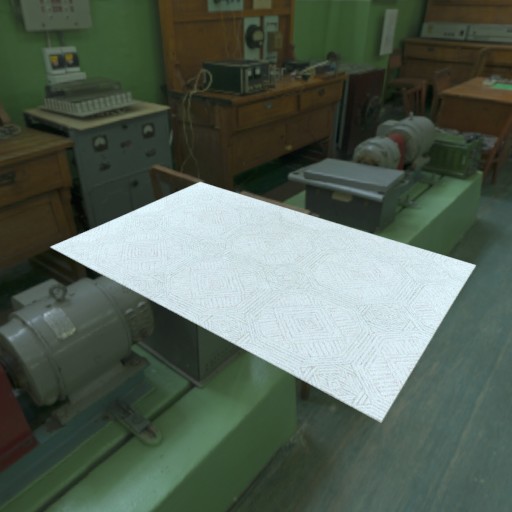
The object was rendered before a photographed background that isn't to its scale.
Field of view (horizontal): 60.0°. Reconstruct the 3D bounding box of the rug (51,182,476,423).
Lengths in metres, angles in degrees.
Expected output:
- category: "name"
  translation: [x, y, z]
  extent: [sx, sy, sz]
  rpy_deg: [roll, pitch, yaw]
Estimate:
- category: "rug"
  translation: [0.000, 0.000, 2.980]
  extent: [2.440, 0.008, 1.524]
  rpy_deg: [21, 37, 31]
